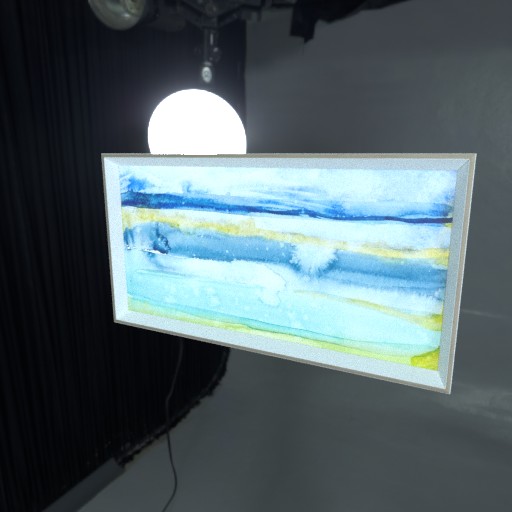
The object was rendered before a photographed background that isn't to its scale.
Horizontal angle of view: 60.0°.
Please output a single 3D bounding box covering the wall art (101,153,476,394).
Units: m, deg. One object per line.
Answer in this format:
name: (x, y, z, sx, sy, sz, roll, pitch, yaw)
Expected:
wall art: (0.000, 0.000, 0.956, 0.812, 0.431, 0.038, 6, 14, 26)
